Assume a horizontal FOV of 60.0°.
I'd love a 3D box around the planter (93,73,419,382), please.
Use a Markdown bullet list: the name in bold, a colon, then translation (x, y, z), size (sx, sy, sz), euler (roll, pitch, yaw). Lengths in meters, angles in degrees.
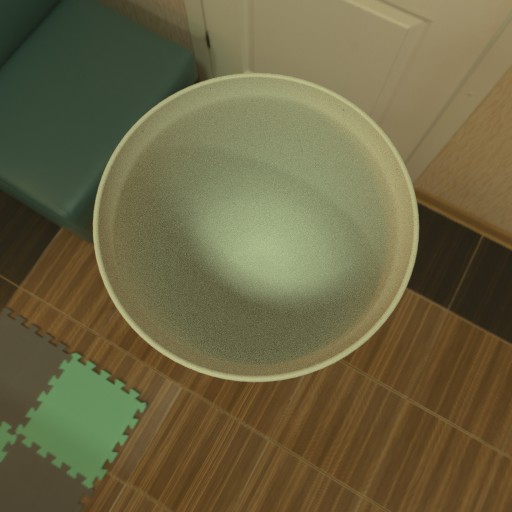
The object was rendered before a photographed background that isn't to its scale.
- **planter**: translation (0.000, 0.000, 0.380), size (0.204, 0.214, 0.204), euler (0, 75, 0)
